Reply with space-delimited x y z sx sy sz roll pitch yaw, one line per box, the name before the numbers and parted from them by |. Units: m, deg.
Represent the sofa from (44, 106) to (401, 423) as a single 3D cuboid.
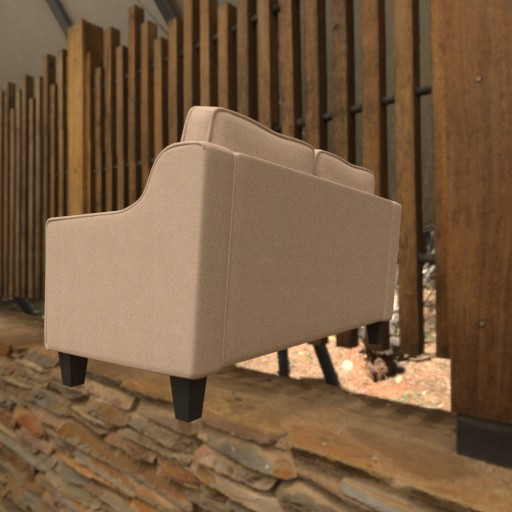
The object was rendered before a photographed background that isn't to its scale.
sofa | 0.000 0.000 3.323 1.351 1.562 2.587 0 -1 36
